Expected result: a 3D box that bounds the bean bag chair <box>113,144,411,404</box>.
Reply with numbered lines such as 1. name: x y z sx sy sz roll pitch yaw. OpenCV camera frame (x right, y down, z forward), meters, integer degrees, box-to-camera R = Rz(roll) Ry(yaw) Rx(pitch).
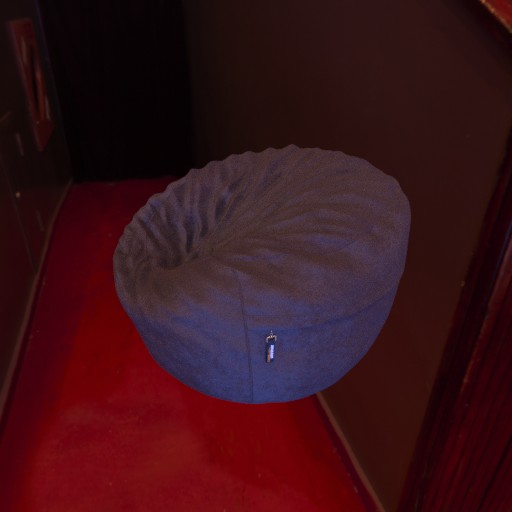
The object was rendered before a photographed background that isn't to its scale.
1. bean bag chair: 0.000 0.000 2.027 1.245 0.821 1.245 0 31 0
